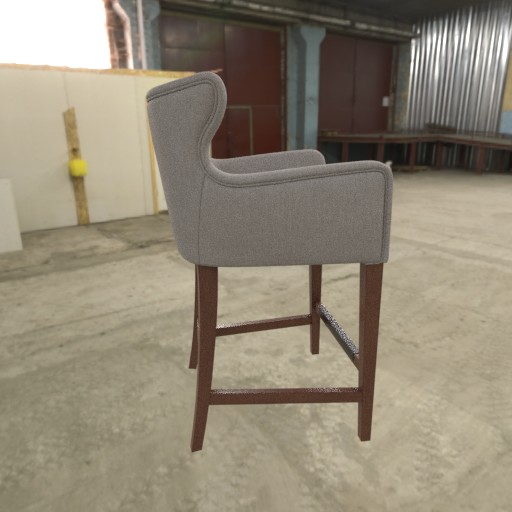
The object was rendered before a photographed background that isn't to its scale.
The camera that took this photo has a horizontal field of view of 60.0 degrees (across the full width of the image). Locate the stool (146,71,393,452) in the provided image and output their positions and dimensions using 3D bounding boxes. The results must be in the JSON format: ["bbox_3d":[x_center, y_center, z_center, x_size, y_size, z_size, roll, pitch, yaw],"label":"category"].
[{"bbox_3d":[0.000,0.000,1.311,0.575,0.951,0.575,-3,17,-9],"label":"stool"}]
